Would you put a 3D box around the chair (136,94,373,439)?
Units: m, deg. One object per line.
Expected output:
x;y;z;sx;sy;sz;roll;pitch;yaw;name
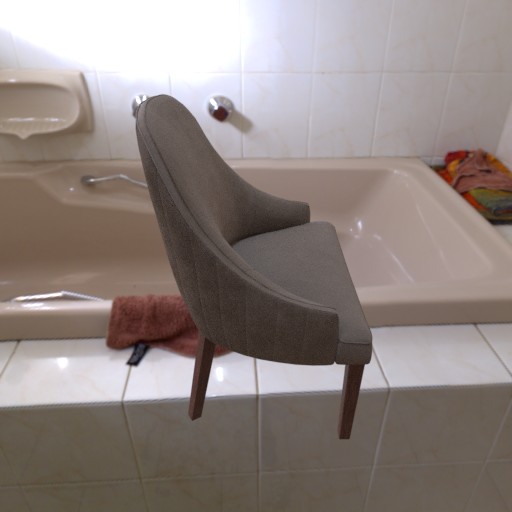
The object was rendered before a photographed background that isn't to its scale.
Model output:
0.000;0.000;1.313;0.575;0.889;0.643;0;32;-1;chair
